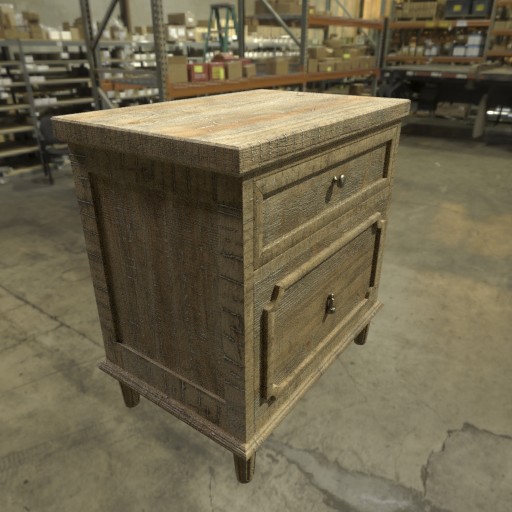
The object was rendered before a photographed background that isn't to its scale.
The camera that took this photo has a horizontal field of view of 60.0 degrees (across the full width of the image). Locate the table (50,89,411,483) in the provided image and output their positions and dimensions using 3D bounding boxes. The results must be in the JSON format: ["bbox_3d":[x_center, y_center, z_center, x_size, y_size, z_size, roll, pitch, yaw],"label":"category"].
[{"bbox_3d":[0.000,0.000,1.107,0.457,0.711,0.686,18,31,32],"label":"table"}]
